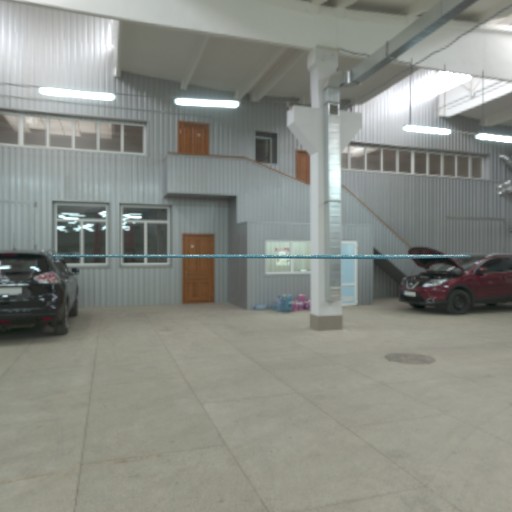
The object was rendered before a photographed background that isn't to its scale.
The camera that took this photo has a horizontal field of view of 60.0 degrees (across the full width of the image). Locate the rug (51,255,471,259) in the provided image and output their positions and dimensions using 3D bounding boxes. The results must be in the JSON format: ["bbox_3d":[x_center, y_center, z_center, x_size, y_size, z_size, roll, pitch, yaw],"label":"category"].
[{"bbox_3d":[0.000,0.000,3.470,2.746,0.018,1.816,0,0,36],"label":"rug"}]
